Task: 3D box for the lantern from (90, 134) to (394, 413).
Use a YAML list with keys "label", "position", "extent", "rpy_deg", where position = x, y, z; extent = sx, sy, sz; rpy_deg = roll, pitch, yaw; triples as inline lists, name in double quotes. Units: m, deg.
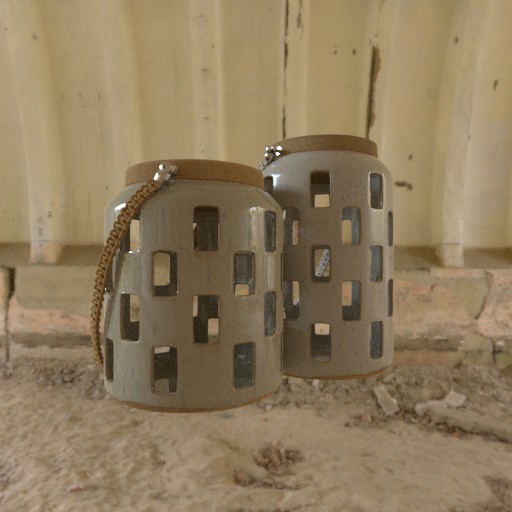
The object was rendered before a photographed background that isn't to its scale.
- label: "lantern"
  position: [0.000, 0.000, 0.480]
  extent: [0.347, 0.255, 0.184]
  rpy_deg: [0, 0, -36]
